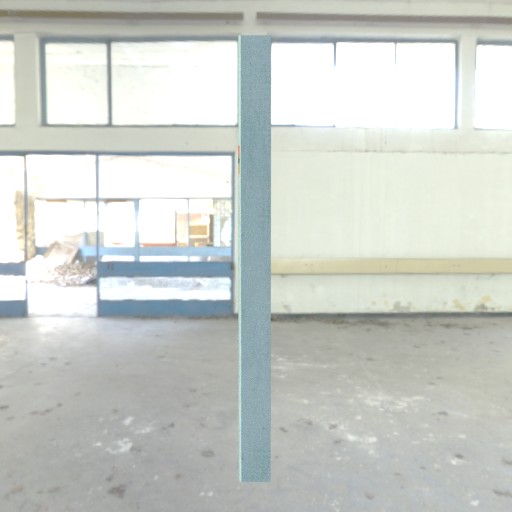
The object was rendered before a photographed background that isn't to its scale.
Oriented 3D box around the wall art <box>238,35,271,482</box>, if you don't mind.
[{"bbox_3d":[0.000,0.000,0.708,0.037,0.509,0.409,0,2,0],"label":"wall art"}]
